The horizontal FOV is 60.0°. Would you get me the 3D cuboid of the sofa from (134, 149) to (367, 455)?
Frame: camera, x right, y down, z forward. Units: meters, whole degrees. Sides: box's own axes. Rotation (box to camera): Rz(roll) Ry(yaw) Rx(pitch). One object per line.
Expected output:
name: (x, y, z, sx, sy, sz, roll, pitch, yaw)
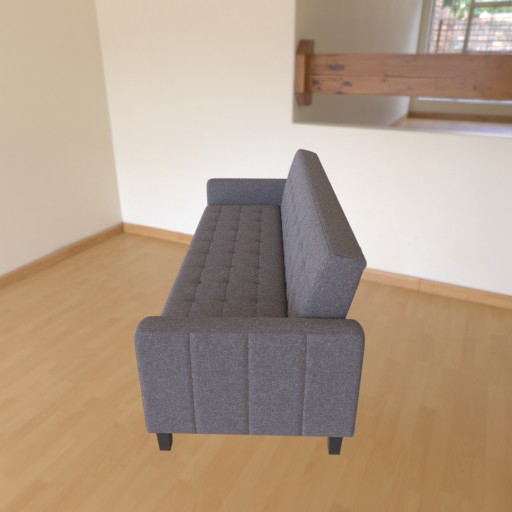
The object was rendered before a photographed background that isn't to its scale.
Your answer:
sofa: (0.000, 0.000, 2.469, 0.810, 0.850, 2.040, 1, 25, 1)
